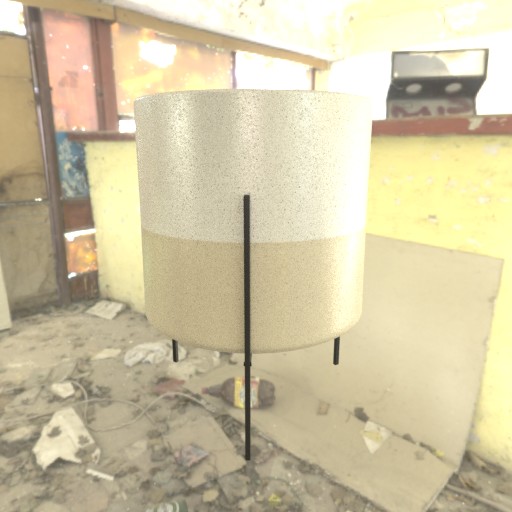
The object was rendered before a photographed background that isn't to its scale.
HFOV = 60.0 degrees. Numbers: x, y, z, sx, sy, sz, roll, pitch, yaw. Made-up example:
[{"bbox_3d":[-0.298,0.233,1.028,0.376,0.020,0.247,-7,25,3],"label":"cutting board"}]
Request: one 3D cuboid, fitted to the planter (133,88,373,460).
[{"bbox_3d":[0.000,0.000,0.737,0.368,0.484,0.359,-7,16,-27],"label":"planter"}]
